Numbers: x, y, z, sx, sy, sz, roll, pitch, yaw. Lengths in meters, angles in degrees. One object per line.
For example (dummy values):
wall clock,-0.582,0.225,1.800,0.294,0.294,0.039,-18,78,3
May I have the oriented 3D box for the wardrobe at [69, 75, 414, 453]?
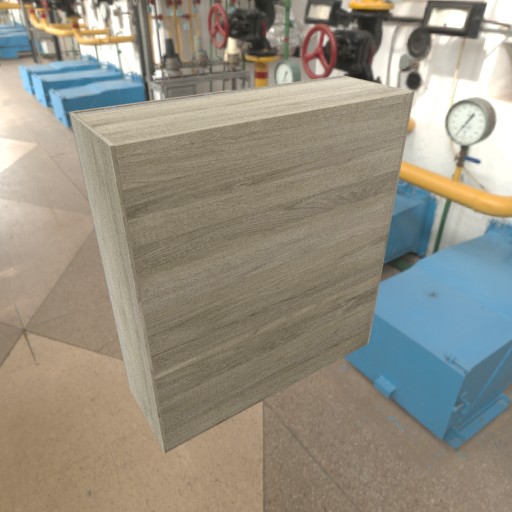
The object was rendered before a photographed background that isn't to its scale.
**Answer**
wardrobe,0.000,0.000,2.876,1.780,1.960,0.629,-19,37,-28
